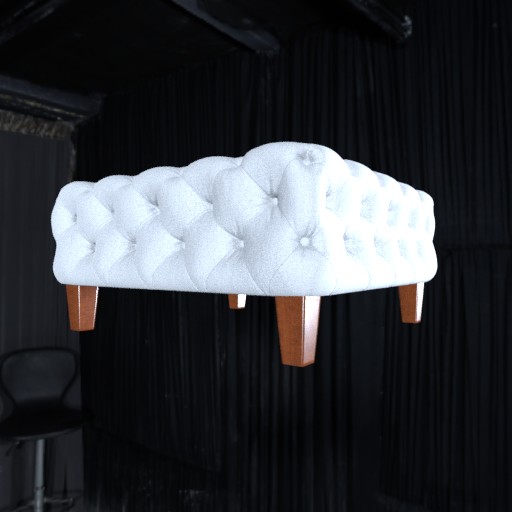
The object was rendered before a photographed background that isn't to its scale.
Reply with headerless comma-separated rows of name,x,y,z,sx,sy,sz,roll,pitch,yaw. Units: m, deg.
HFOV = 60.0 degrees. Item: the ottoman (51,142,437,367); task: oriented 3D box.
ottoman,0.000,0.000,1.167,0.764,0.365,0.758,0,-1,36
